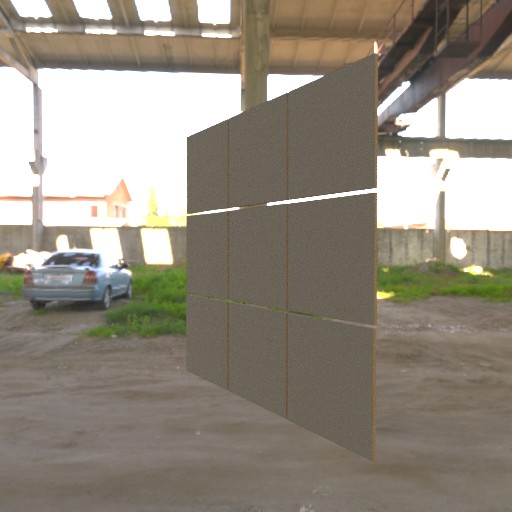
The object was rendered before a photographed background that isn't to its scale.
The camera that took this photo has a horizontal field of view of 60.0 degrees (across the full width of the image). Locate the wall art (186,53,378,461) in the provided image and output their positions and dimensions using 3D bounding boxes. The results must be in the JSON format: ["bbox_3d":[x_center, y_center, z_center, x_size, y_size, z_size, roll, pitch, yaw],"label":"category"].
[{"bbox_3d":[0.000,0.000,1.370,0.010,0.917,0.919,-1,1,-36],"label":"wall art"}]
